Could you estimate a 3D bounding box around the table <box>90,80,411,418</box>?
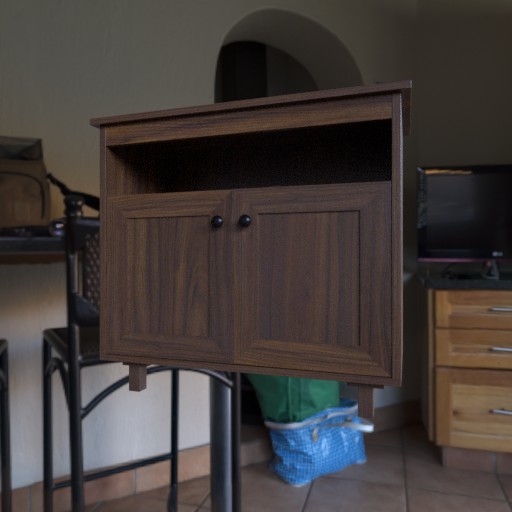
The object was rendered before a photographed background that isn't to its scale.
[{"bbox_3d":[0.000,0.000,1.217,0.802,0.725,0.390,0,0,19],"label":"table"}]
